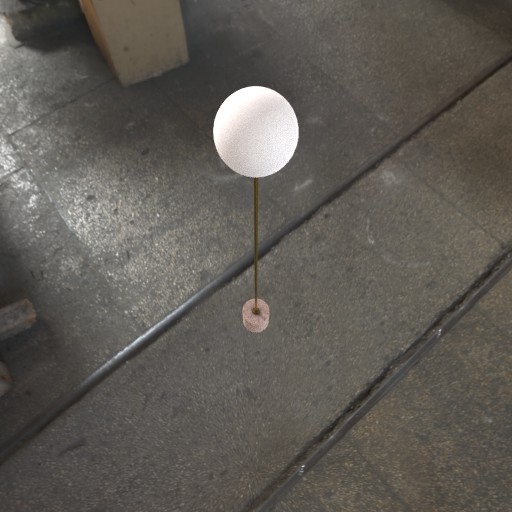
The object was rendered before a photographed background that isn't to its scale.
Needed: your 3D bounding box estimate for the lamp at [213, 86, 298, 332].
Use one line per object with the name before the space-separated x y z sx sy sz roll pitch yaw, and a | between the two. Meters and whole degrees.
lamp | 0.000 0.000 1.872 0.229 1.748 0.229 14 65 7
